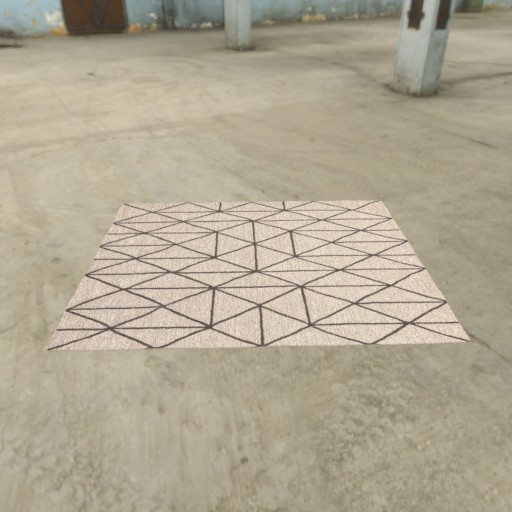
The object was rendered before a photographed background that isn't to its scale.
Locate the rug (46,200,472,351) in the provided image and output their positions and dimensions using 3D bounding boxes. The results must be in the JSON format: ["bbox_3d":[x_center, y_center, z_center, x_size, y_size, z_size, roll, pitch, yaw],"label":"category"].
[{"bbox_3d":[0.000,0.000,4.188,3.061,0.022,2.468,-1,32,-1],"label":"rug"}]
